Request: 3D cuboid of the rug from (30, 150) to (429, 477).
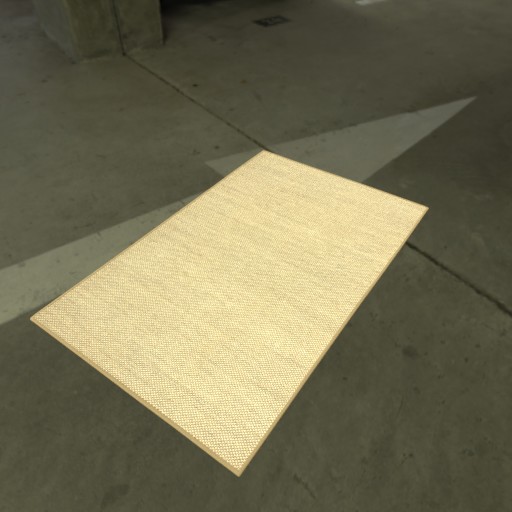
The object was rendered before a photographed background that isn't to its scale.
[{"bbox_3d":[0.000,0.000,2.060,1.062,0.013,1.667,26,48,25],"label":"rug"}]
